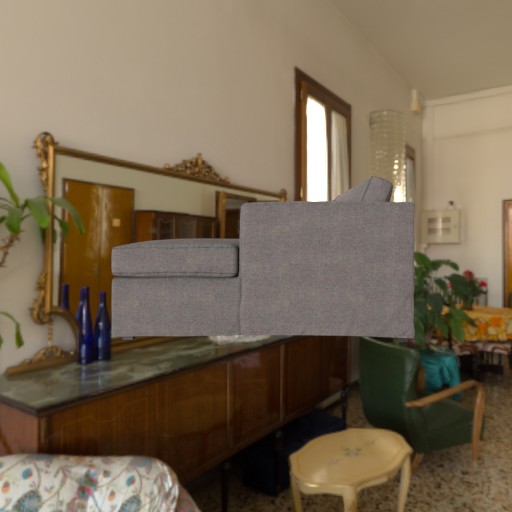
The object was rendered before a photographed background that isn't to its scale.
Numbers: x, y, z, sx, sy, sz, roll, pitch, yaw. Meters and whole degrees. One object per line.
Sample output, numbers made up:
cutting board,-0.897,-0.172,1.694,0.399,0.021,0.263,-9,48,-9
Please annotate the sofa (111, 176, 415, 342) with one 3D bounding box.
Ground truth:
sofa,0.000,0.000,3.891,1.650,0.922,3.205,0,0,-1
